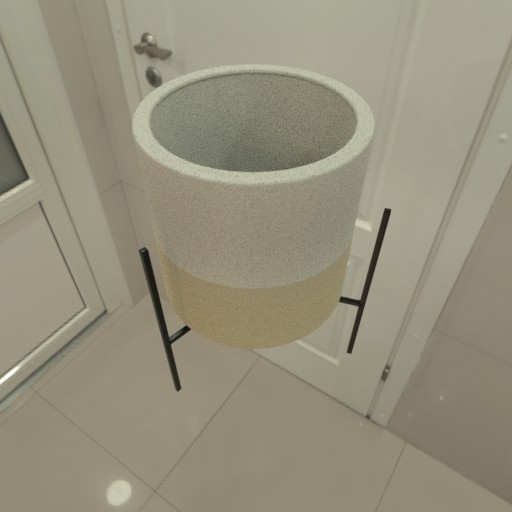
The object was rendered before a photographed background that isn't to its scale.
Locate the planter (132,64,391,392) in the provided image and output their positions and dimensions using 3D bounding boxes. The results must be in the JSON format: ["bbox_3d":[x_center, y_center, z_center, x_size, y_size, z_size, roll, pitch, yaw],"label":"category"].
[{"bbox_3d":[0.000,0.000,0.549,0.263,0.362,0.267,26,51,23],"label":"planter"}]
